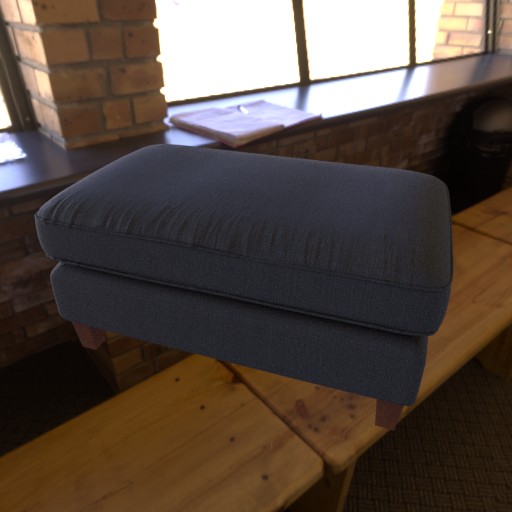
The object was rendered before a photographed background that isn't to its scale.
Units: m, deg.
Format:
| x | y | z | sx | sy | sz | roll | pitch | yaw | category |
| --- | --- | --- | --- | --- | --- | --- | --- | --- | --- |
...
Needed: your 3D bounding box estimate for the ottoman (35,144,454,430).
| x | y | z | sx | sy | sz | roll | pitch | yaw | category |
| --- | --- | --- | --- | --- | --- | --- | --- | --- | --- |
| 0.000 | 0.000 | 1.155 | 0.885 | 0.438 | 0.570 | 10 | 32 | 16 | ottoman |
